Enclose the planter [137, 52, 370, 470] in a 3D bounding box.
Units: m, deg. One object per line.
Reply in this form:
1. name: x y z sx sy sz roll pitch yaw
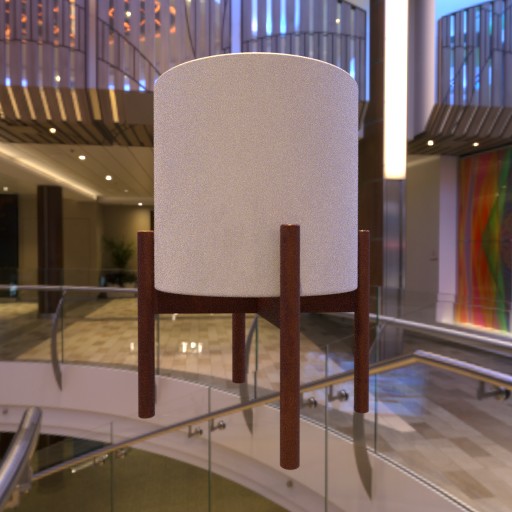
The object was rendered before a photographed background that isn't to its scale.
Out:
1. planter: 0.000 0.000 0.934 0.417 0.670 0.417 1 1 37
